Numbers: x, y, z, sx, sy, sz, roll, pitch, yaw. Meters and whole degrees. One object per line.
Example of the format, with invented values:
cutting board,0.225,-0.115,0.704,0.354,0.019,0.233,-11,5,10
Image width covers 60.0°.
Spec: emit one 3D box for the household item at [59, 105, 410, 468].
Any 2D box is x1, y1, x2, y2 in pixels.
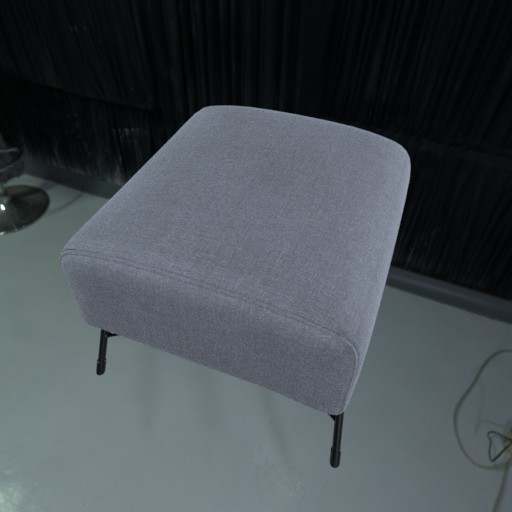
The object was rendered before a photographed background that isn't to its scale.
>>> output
household item,0.000,0.000,0.900,0.530,0.410,0.530,16,48,15
